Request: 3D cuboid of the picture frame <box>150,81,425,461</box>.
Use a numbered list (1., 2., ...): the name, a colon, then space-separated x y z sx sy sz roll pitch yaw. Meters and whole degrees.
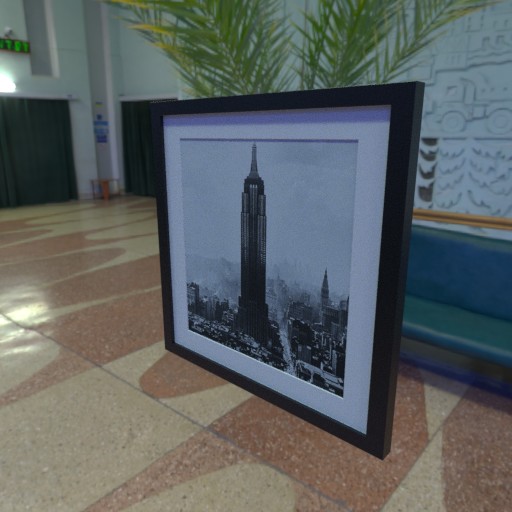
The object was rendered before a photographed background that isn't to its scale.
1. picture frame: 0.000 0.000 0.812 0.559 0.557 0.029 13 20 40
